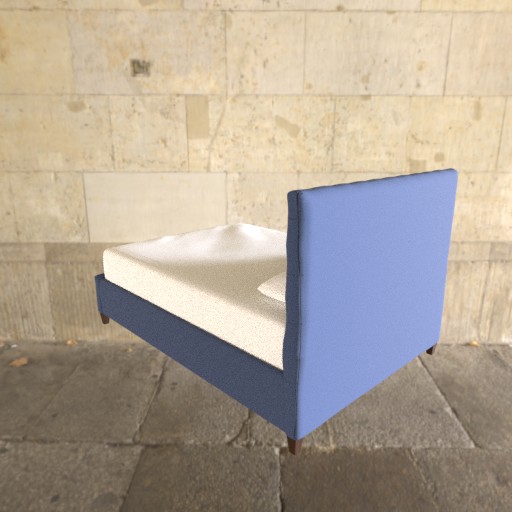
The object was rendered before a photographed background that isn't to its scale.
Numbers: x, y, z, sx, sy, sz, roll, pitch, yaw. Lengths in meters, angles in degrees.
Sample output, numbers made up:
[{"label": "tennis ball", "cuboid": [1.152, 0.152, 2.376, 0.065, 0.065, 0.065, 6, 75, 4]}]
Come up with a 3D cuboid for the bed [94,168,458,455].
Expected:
[{"label": "bed", "cuboid": [0.000, 0.000, 3.547, 1.706, 1.427, 2.387, -15, 22, -41]}]
